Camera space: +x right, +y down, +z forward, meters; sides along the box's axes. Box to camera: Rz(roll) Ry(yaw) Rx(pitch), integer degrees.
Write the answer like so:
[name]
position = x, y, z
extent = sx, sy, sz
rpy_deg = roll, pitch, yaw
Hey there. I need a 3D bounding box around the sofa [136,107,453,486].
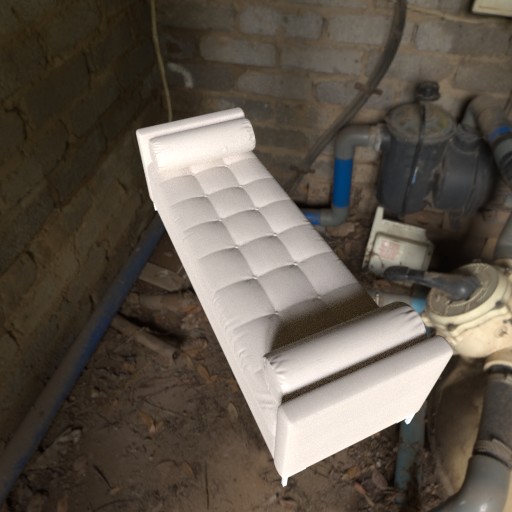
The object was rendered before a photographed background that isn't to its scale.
[sofa]
position = 0.000, 0.000, 2.335
extent = 0.686, 0.635, 1.981
rpy_deg = -18, 49, -17
